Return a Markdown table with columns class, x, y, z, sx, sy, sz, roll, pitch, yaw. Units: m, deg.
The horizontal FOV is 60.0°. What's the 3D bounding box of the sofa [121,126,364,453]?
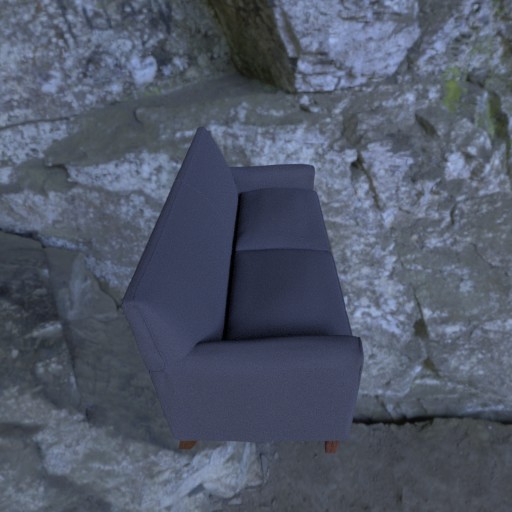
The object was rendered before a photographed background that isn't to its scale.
| class | x | y | z | sx | sy | sz | roll | pitch | yaw |
| --- | --- | --- | --- | --- | --- | --- | --- | --- | --- |
| sofa | 0.000 | 0.000 | 2.478 | 0.843 | 0.907 | 2.002 | 0 | 32 | 1 |
